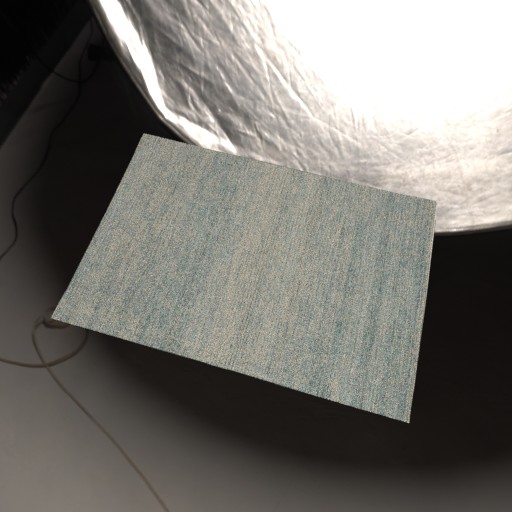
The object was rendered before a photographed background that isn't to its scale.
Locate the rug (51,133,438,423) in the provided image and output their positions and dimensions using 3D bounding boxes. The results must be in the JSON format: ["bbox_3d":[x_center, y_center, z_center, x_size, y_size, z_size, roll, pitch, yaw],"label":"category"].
[{"bbox_3d":[0.000,0.000,5.351,4.078,0.052,2.802,15,65,7],"label":"rug"}]
